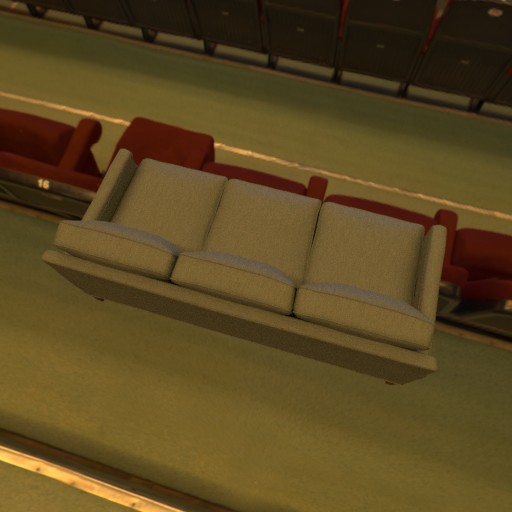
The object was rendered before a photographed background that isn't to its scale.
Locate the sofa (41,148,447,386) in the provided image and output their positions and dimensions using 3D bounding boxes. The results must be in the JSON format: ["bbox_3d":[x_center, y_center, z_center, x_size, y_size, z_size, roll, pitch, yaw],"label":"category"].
[{"bbox_3d":[0.000,0.000,2.833,2.246,1.003,1.084,15,64,7],"label":"sofa"}]
